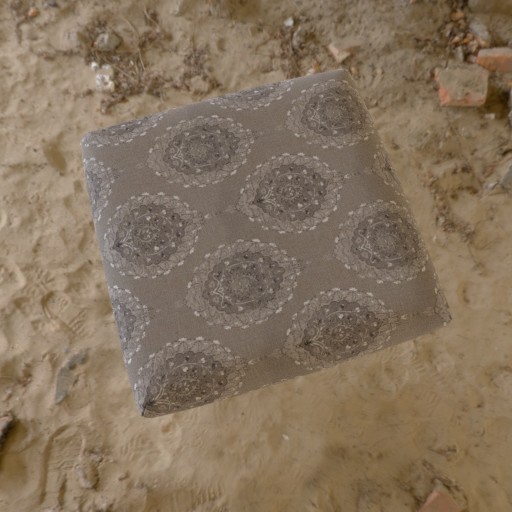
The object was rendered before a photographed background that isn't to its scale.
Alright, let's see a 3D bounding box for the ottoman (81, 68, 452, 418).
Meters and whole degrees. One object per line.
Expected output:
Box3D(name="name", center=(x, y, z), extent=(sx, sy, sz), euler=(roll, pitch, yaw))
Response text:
Box3D(name="ottoman", center=(0.000, 0.000, 0.900), extent=(0.507, 0.473, 0.497), euler=(-16, 75, -4))
